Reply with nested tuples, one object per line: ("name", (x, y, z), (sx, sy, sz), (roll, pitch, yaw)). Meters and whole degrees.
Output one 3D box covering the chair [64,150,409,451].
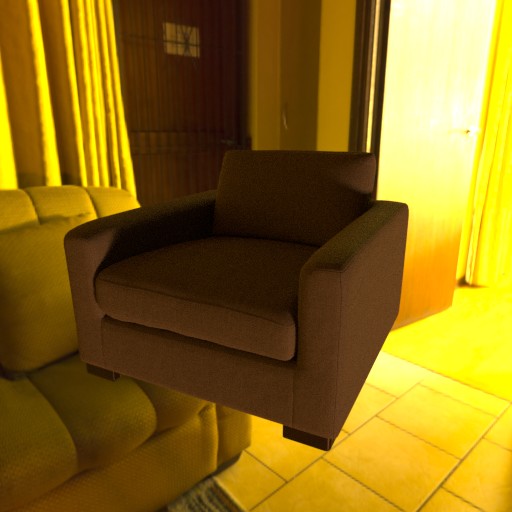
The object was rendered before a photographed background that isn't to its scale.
("chair", (0.000, 0.000, 1.885), (1.070, 0.847, 1.100), (8, 18, 26))
